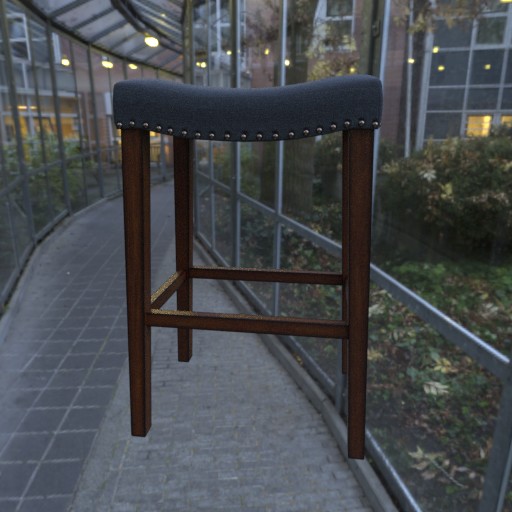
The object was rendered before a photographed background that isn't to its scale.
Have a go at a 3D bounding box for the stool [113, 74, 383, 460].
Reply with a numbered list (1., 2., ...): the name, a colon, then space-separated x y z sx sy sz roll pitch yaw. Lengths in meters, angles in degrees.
1. stool: 0.000 0.000 1.013 0.502 0.748 0.366 2 16 8
